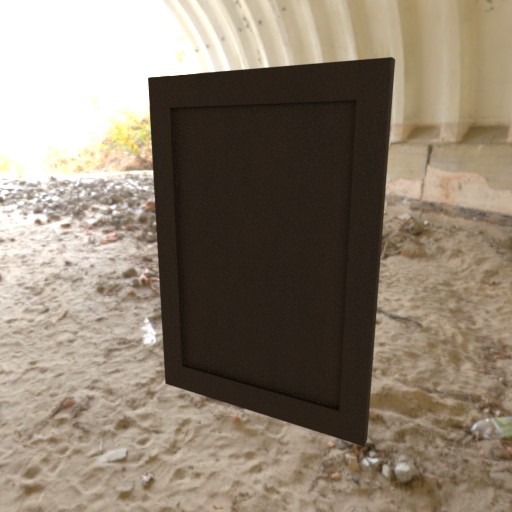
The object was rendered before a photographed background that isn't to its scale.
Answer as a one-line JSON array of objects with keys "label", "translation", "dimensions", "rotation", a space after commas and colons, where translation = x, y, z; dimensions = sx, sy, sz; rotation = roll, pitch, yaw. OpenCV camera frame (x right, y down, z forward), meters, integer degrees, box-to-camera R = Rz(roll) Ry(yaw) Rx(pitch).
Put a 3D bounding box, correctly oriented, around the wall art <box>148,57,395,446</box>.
[{"label": "wall art", "translation": [0.000, 0.000, 0.655], "dimensions": [0.359, 0.513, 0.017], "rotation": [8, 17, 27]}]
